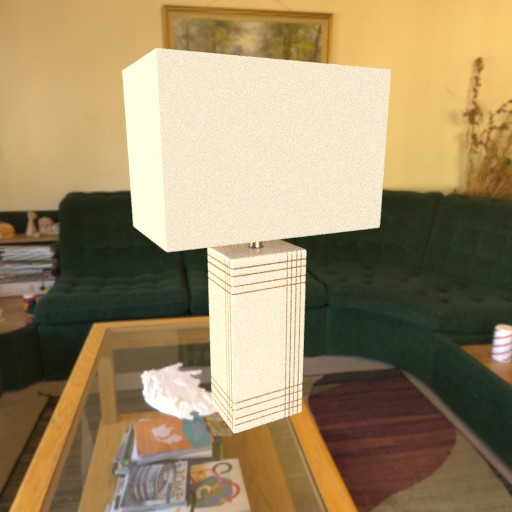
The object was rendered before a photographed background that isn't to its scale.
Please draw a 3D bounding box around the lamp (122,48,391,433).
[{"bbox_3d":[0.000,0.000,0.693,0.334,0.543,0.182,-8,17,-26],"label":"lamp"}]
